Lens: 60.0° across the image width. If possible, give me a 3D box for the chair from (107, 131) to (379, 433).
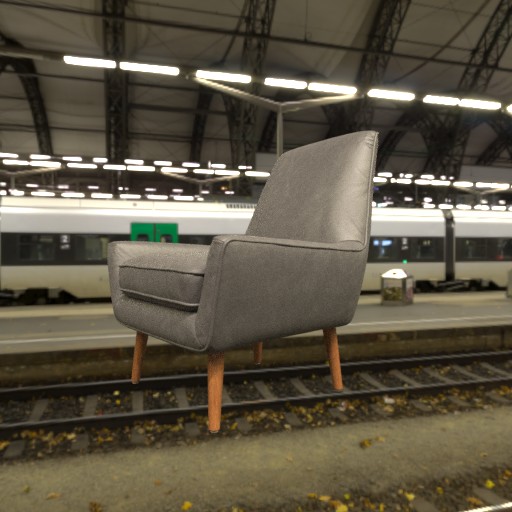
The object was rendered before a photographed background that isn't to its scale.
[{"bbox_3d":[0.000,0.000,1.532,0.822,0.888,0.787,0,1,-37],"label":"chair"}]
